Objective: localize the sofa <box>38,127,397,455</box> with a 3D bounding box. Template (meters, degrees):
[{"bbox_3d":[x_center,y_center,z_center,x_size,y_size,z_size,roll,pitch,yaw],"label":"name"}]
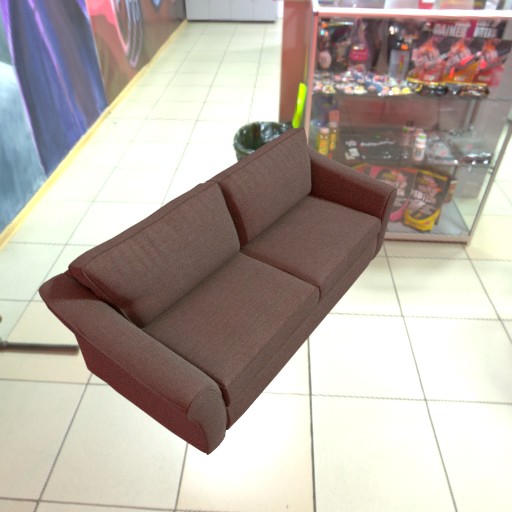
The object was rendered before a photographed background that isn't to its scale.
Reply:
[{"bbox_3d":[0.000,0.000,2.781,0.986,0.906,2.270,25,45,27],"label":"sofa"}]
